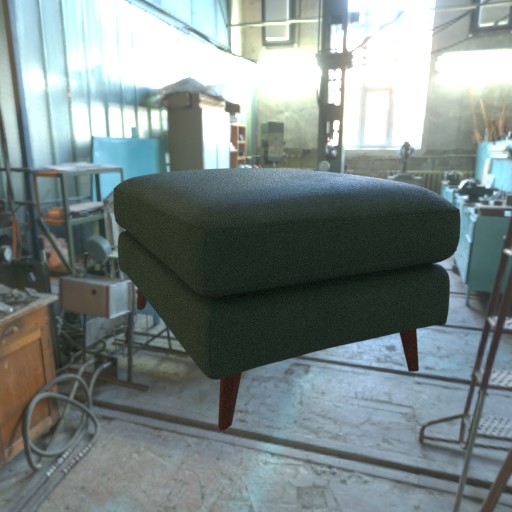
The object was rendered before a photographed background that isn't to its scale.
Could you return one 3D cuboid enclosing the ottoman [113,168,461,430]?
[{"bbox_3d":[0.000,0.000,1.173,0.608,0.449,0.811,-7,16,-26],"label":"ottoman"}]
